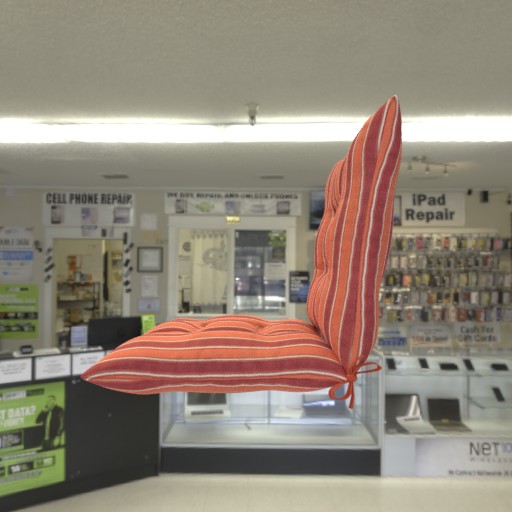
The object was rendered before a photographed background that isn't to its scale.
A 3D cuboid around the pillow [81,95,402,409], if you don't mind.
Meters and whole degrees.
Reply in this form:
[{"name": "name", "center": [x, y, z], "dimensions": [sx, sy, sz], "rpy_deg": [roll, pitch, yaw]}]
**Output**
[{"name": "pillow", "center": [0.000, 0.000, 1.003], "dimensions": [0.585, 0.536, 0.541], "rpy_deg": [0, -1, 2]}]
